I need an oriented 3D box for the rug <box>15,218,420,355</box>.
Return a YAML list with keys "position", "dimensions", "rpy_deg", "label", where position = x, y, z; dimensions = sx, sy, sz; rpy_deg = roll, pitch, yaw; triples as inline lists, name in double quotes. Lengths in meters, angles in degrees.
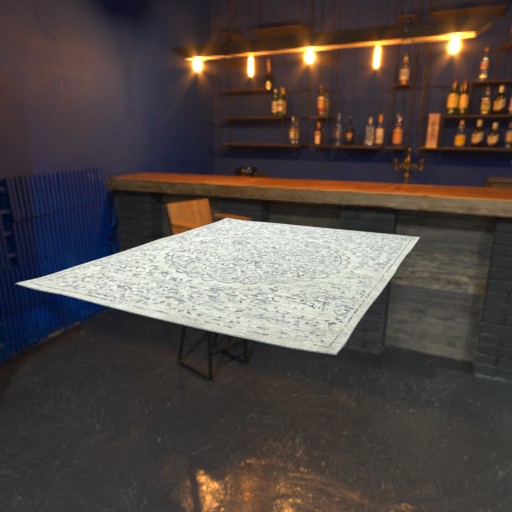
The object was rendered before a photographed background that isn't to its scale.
- position: [0.000, 0.000, 3.877]
  dimensions: [2.343, 0.026, 2.925]
  rpy_deg: [8, 17, 26]
  label: "rug"
